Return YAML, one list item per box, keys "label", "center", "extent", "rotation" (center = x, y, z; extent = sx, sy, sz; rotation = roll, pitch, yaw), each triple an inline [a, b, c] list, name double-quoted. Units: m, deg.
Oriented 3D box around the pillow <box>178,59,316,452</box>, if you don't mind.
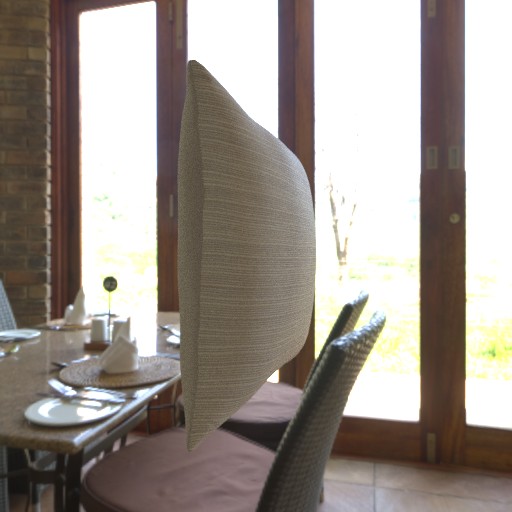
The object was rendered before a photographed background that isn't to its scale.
- label: "pillow"
  center: [0.000, 0.000, 0.793]
  extent: [0.204, 0.497, 0.512]
  rotation: [0, 0, 18]
